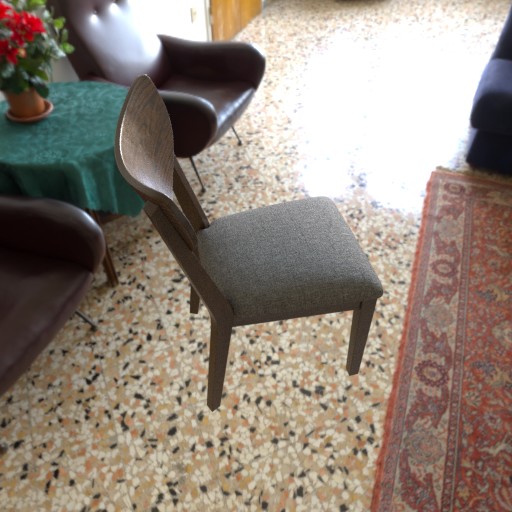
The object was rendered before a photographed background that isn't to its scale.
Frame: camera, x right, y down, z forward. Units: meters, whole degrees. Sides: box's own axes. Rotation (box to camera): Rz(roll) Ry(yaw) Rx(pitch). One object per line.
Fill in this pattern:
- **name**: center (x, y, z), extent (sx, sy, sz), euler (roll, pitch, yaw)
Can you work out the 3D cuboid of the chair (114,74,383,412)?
- **chair**: center (0.000, 0.000, 1.206), extent (0.583, 0.849, 0.491), euler (-10, 47, -10)
